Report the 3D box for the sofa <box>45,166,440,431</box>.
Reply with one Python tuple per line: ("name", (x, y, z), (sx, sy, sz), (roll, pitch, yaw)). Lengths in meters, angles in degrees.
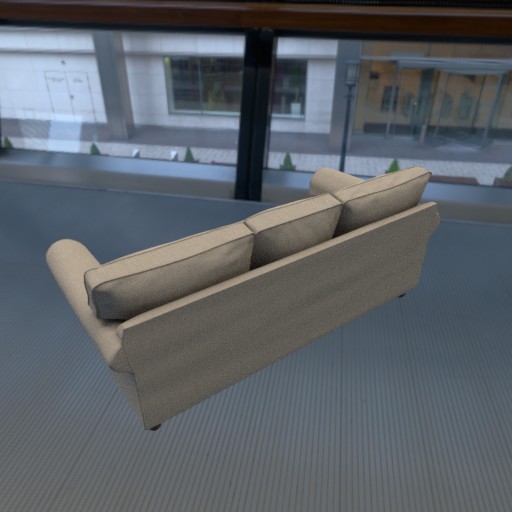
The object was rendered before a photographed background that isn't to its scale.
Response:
("sofa", (0.000, 0.000, 2.623), (2.118, 0.889, 0.998), (-21, 37, -30))
